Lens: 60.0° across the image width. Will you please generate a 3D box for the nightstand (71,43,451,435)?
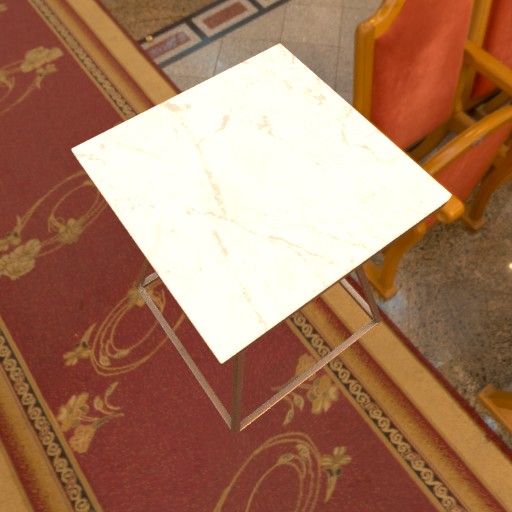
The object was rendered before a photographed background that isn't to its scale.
[{"bbox_3d":[0.000,0.000,0.905,0.455,0.554,0.455,-33,68,-16],"label":"nightstand"}]
